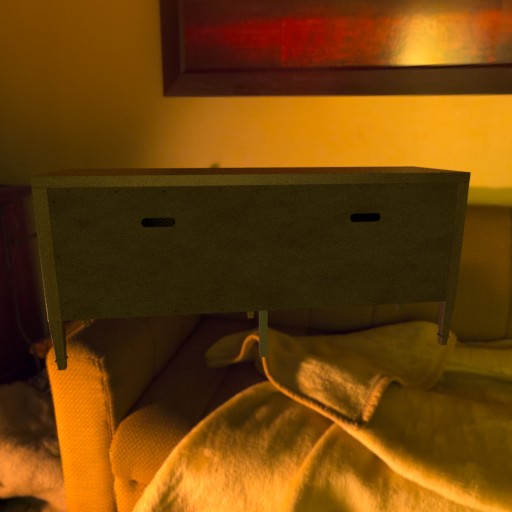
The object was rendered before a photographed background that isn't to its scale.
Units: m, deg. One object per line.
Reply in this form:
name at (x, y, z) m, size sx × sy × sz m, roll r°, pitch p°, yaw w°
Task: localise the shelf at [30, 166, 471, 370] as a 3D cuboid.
shelf at (0.000, 0.000, 1.890) m, size 1.575 × 0.719 × 0.479 m, roll -2°, pitch 14°, yaw -8°
